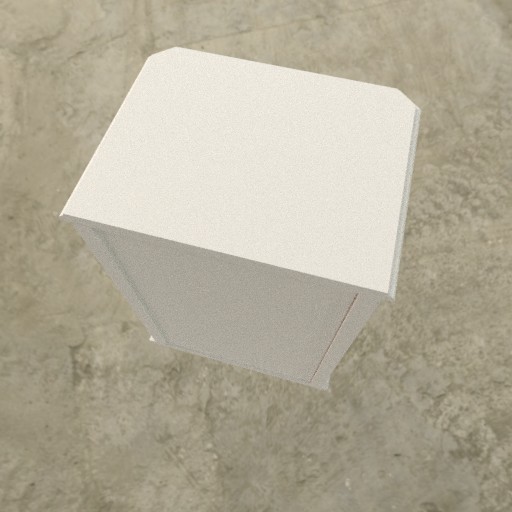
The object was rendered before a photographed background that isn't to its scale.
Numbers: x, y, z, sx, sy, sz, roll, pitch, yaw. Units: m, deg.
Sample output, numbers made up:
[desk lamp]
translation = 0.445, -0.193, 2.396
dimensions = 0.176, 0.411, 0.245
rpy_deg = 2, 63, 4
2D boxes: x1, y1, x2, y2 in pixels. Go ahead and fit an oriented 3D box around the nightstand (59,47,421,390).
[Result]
[nightstand]
translation = 0.000, 0.000, 0.915
dimensions = 0.435, 0.681, 0.351
rpy_deg = 14, 64, 7
